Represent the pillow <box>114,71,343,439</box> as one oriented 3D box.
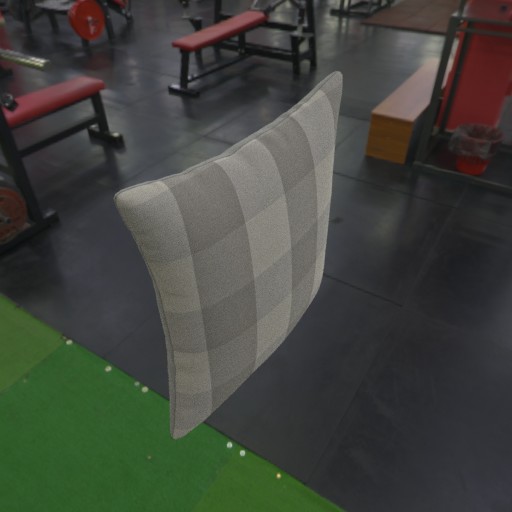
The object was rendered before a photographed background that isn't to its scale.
[{"bbox_3d":[0.000,0.000,0.787,0.161,0.509,0.511,25,46,26],"label":"pillow"}]
